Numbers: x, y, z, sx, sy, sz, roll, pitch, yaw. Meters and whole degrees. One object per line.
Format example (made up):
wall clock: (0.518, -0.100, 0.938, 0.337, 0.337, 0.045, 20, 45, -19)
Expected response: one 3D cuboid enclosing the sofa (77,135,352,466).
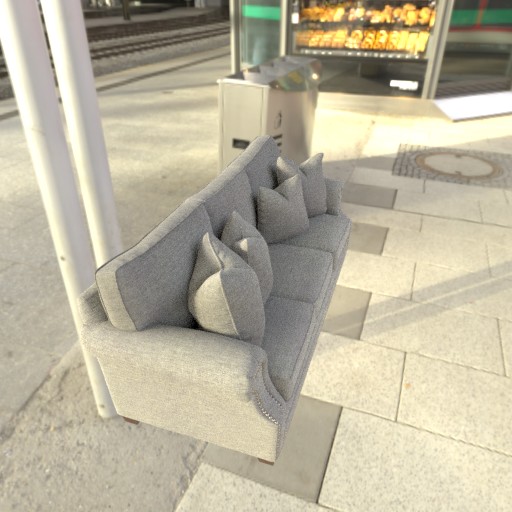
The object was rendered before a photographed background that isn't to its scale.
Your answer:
sofa: (0.000, 0.000, 2.833, 0.965, 0.975, 2.312, 10, 32, 16)
